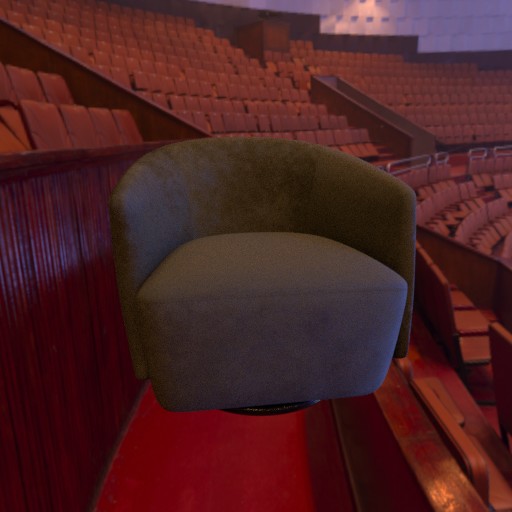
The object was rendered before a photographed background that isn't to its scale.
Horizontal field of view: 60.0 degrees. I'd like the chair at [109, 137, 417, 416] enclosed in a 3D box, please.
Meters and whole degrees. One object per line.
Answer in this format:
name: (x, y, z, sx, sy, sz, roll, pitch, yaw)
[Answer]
chair: (0.000, 0.000, 1.370, 0.773, 0.698, 0.767, -2, 16, -8)
